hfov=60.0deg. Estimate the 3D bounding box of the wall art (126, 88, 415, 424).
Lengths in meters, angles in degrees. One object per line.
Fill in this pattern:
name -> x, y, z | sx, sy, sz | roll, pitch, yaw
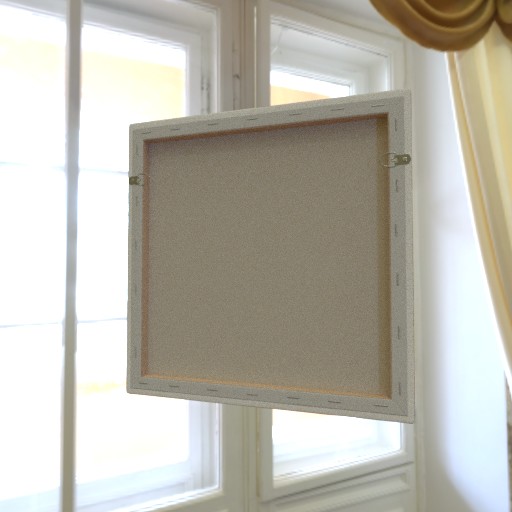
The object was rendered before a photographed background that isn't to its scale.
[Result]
wall art -> 0.000, 0.000, 1.366 | 0.912, 0.914, 0.039 | -1, -2, 19
